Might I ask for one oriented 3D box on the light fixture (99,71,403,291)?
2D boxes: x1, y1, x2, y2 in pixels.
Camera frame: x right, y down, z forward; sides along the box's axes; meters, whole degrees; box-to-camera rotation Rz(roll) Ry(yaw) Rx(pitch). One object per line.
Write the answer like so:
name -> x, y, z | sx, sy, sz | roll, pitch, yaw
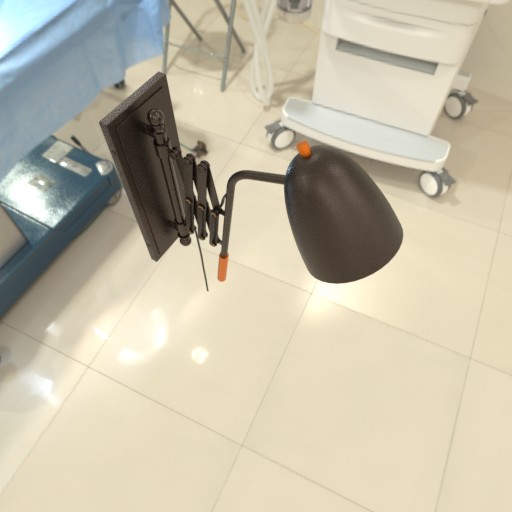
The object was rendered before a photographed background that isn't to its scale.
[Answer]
light fixture -> 0.000, 0.000, 0.923 | 0.499, 0.715, 0.162 | 28, 62, 16
